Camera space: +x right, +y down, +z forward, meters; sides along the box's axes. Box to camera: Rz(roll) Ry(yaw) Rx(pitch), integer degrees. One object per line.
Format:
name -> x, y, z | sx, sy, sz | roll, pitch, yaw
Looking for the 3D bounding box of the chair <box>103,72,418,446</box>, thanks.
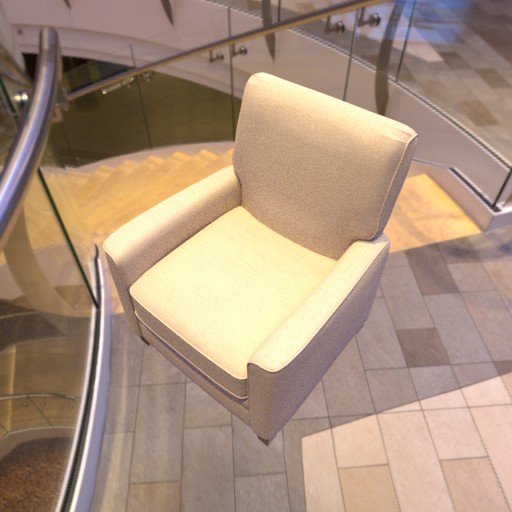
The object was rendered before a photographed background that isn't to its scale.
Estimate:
chair -> 0.000, 0.000, 1.703 | 0.841, 1.023, 0.858 | 31, 54, 26
